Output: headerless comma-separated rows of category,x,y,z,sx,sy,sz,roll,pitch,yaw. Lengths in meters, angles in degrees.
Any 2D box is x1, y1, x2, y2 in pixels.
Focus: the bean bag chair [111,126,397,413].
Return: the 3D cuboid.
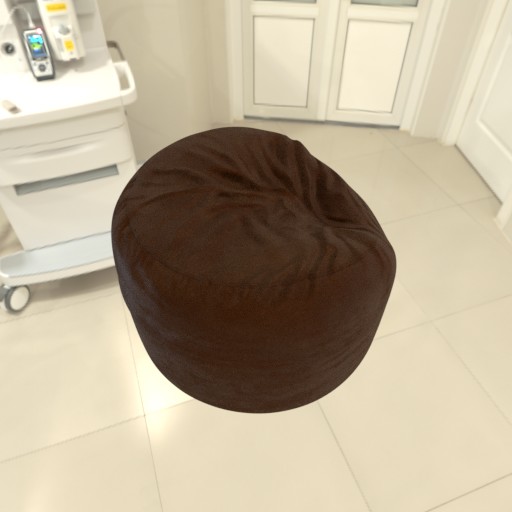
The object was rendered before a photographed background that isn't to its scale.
bean bag chair,0.000,0.000,1.525,0.918,0.616,0.918,0,46,0
